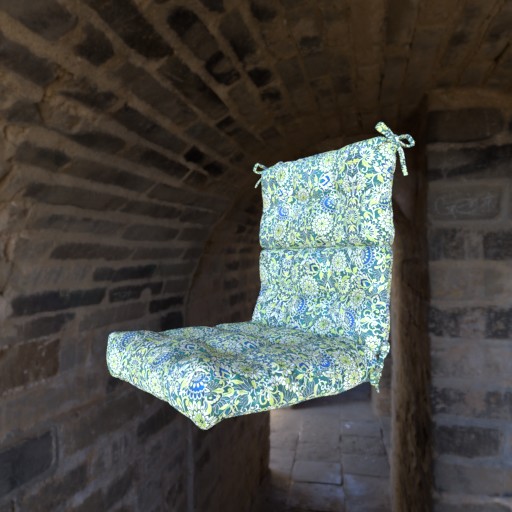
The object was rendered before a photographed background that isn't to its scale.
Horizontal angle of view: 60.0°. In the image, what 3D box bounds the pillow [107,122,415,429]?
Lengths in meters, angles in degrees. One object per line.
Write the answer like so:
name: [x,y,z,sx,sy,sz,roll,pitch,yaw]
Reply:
pillow: [0.000,0.000,1.048,0.571,0.605,0.519,1,-1,-36]
